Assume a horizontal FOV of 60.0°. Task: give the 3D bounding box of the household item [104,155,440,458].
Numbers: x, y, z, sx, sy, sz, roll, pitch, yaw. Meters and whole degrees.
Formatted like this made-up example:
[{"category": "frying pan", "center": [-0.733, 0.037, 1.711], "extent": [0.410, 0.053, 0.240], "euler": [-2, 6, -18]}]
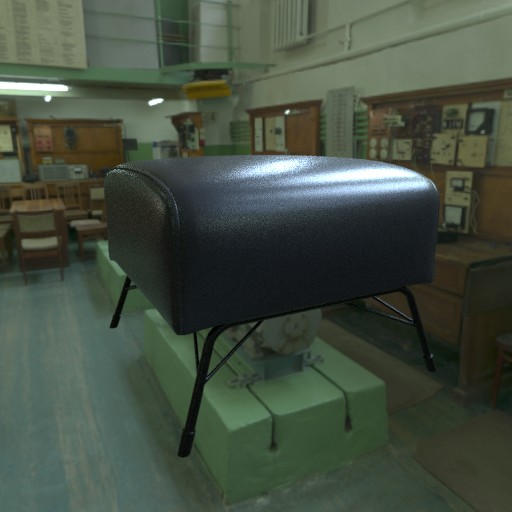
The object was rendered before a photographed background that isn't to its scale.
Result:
[{"category": "household item", "center": [0.000, 0.000, 0.924], "extent": [0.530, 0.410, 0.530], "euler": [-8, 16, -27]}]
